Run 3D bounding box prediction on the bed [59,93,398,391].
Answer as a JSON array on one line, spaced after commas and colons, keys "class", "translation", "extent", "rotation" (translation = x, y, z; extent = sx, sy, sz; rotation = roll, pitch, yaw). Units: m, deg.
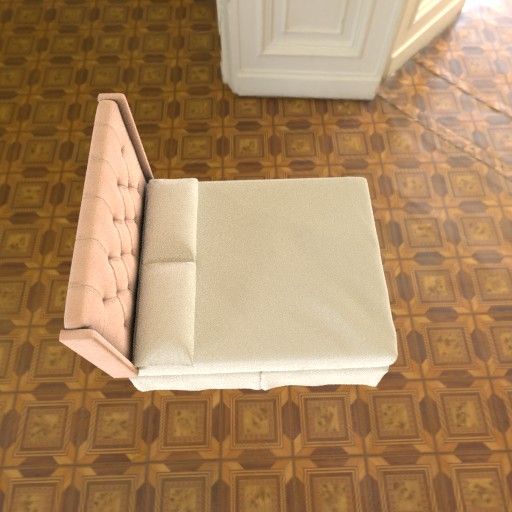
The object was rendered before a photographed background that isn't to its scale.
[{"class": "bed", "translation": [0.000, 0.000, 3.346], "extent": [2.066, 1.665, 1.719], "rotation": [-2, 64, -1]}]
